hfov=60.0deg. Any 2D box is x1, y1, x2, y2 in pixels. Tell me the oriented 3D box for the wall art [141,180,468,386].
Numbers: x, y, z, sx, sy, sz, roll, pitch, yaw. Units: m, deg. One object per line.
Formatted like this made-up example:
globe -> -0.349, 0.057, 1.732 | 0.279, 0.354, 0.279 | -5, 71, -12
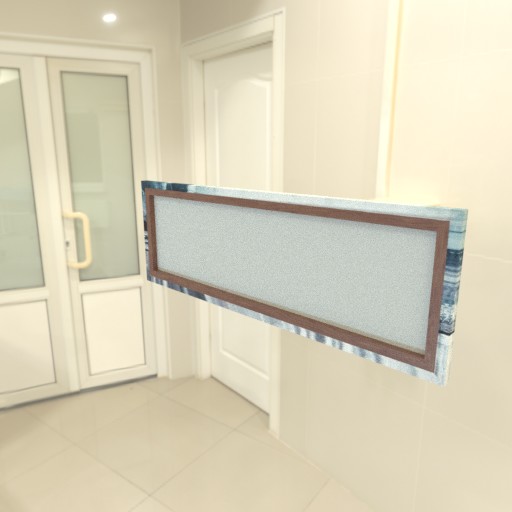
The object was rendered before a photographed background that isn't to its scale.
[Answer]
wall art -> 0.000, 0.000, 1.734 | 1.524, 0.509, 0.037 | 13, 19, 42
